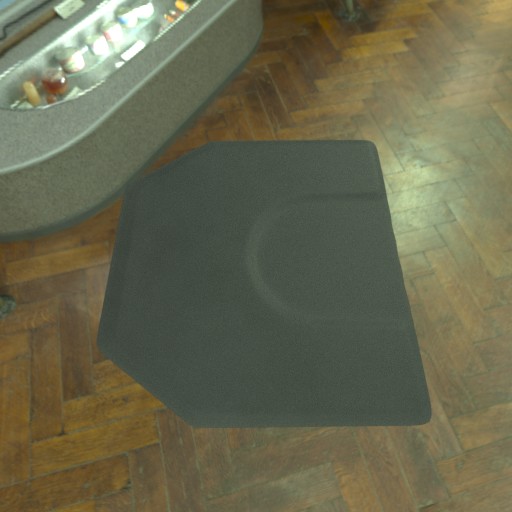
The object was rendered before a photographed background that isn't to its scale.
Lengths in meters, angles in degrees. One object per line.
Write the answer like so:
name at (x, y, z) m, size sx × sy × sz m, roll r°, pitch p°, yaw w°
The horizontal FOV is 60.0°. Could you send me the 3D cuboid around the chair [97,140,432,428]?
chair at (0.000, 0.000, 1.872) m, size 1.219 × 0.024 × 1.372 m, roll 0°, pitch 58°, yaw 0°
